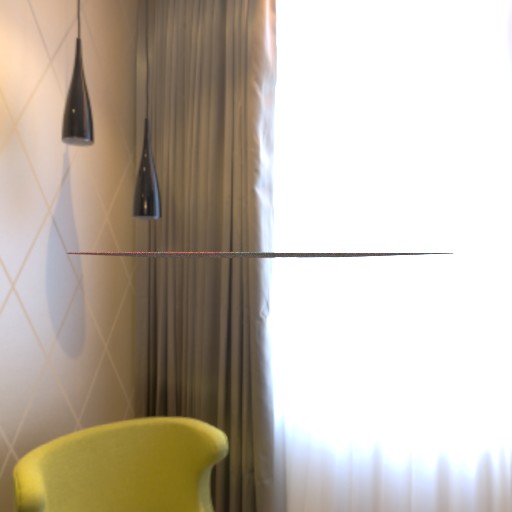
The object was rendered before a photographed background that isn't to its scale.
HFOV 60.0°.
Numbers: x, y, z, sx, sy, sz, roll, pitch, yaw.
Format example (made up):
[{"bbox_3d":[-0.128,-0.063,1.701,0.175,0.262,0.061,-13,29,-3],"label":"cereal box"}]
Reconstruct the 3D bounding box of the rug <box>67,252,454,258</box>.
[{"bbox_3d":[0.000,0.000,3.723,2.007,0.013,2.896,0,-1,-1],"label":"rug"}]
